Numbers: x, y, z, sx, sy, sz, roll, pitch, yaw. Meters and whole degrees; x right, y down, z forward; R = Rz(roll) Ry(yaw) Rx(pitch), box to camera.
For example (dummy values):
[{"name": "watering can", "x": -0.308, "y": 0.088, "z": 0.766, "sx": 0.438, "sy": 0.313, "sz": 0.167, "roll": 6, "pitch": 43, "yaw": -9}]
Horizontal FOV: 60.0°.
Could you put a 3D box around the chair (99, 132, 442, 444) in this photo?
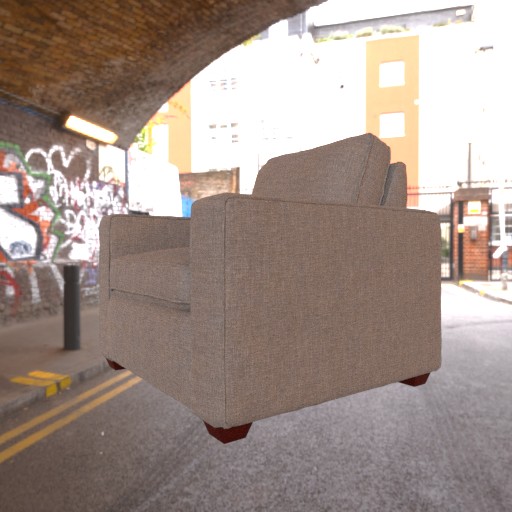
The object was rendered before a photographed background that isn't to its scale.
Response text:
[{"name": "chair", "x": 0.000, "y": 0.000, "z": 1.700, "sx": 0.940, "sy": 0.914, "sz": 1.016, "roll": -1, "pitch": 1, "yaw": -36}]
